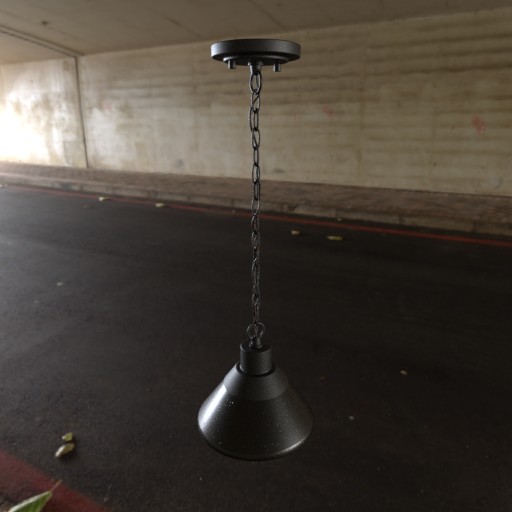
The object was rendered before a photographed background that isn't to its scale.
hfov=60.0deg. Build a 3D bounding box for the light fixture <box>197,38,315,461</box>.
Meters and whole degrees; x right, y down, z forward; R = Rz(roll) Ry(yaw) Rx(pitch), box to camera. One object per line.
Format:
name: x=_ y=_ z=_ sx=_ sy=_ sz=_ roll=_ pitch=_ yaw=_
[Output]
light fixture: x=0.000 y=0.000 z=0.681 sx=0.201 sy=0.588 sz=0.201 roll=-9 pitch=19 yaw=-27
